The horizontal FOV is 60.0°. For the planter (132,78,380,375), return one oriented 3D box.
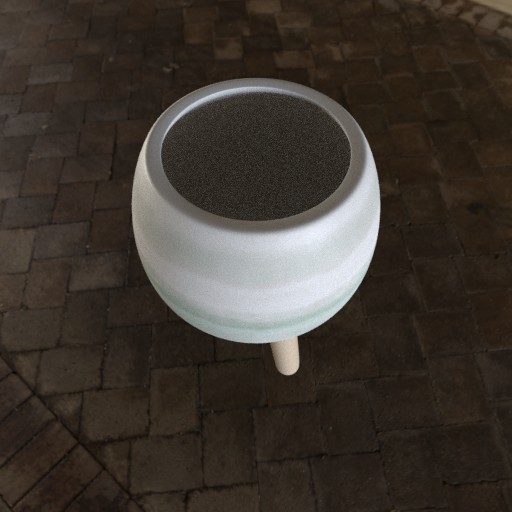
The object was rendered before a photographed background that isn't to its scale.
[{"bbox_3d":[0.000,0.000,0.339,0.161,0.224,0.161,0,57,0],"label":"planter"}]
